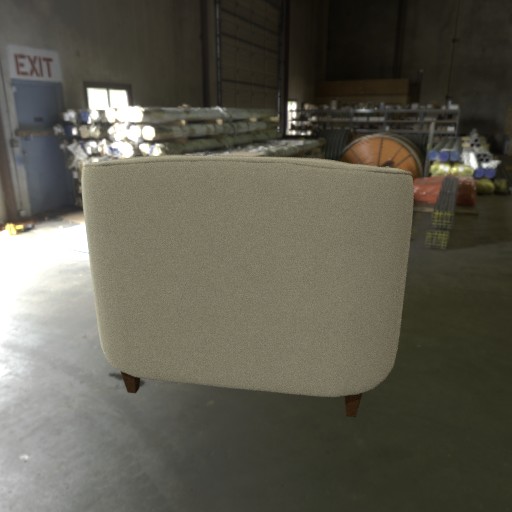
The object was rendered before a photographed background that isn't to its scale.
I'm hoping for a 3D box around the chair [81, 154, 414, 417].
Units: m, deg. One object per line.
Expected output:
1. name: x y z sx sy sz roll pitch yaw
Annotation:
1. chair: 0.000 0.000 1.757 1.104 0.852 0.941 3 18 9
